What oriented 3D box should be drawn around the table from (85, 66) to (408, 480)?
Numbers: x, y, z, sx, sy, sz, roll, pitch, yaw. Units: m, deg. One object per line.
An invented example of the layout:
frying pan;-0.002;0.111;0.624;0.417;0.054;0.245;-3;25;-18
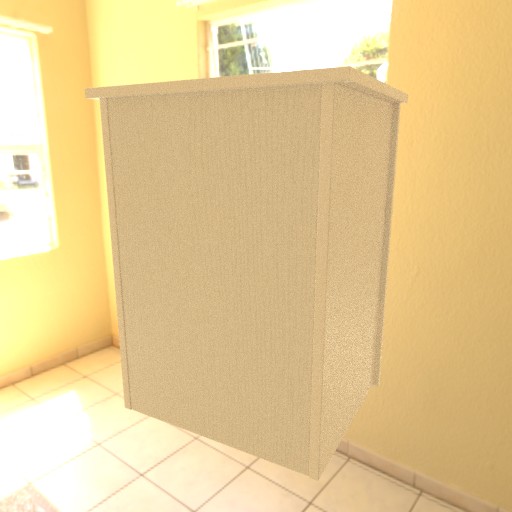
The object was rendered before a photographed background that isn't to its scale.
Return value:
table;0.000;0.000;0.907;0.480;0.635;0.381;8;16;28
